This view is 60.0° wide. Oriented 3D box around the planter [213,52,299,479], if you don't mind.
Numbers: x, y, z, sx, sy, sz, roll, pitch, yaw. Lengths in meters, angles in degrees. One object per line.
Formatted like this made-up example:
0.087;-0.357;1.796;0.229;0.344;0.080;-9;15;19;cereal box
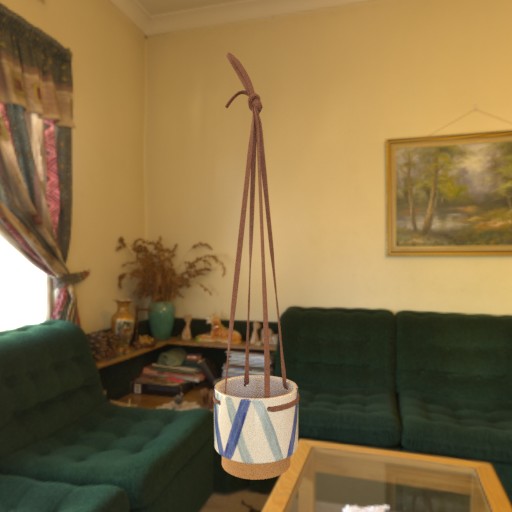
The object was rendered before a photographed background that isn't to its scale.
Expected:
0.000;0.000;0.809;0.157;0.753;0.153;0;0;0;planter
